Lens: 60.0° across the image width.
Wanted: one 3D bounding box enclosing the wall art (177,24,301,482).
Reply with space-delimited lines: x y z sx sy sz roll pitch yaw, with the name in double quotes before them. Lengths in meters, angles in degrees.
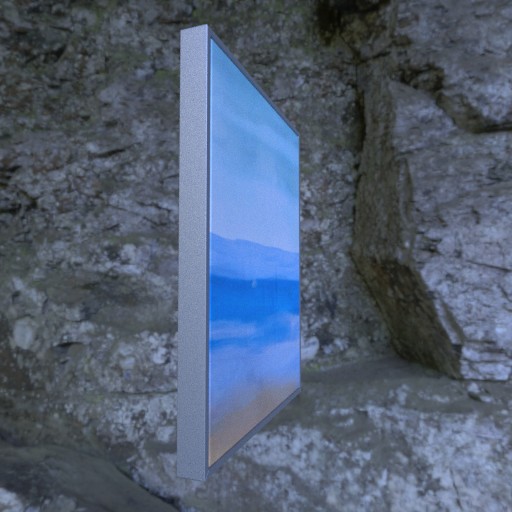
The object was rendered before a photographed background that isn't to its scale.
"wall art" 0.000 0.000 0.749 0.039 0.553 0.445 -1 -3 20
